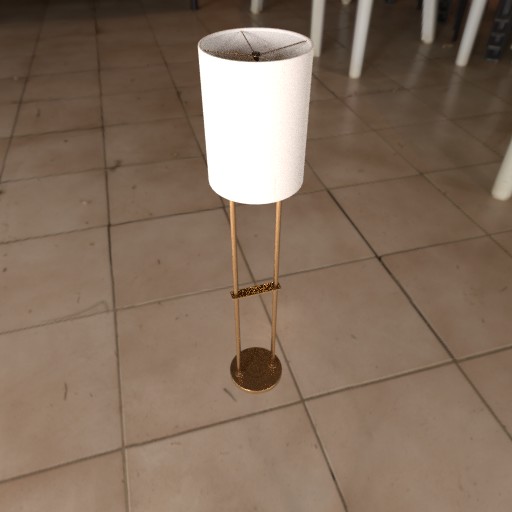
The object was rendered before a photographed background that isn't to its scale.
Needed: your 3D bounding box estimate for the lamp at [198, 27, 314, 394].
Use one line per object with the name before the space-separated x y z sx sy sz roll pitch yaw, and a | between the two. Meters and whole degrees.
lamp | 0.000 0.000 1.667 0.306 1.500 0.305 -12 43 -13
